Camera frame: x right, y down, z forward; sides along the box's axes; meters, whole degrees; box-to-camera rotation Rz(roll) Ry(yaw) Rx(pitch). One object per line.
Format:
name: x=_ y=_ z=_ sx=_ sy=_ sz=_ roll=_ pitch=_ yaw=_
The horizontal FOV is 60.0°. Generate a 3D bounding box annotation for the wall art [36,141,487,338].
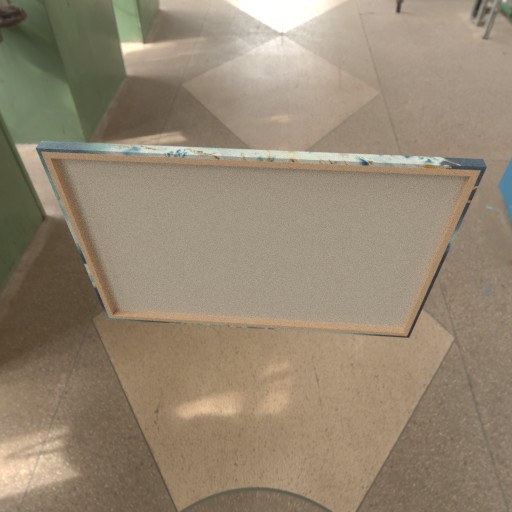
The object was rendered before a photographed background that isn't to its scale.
wall art: x=0.000 y=0.000 z=1.403 sx=1.138 sy=0.759 sz=0.035 roll=3 pitch=47 yaw=3
